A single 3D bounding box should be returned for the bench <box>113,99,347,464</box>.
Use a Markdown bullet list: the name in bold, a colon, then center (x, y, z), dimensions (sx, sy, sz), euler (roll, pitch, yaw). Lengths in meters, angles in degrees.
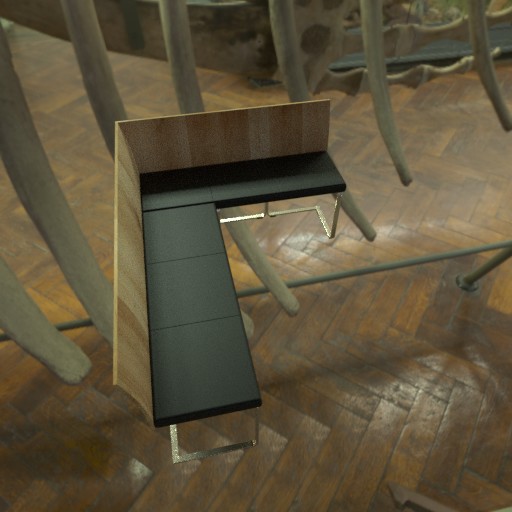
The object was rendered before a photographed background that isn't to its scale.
- **bench**: center (0.000, 0.000, 2.730), dimensions (1.495, 0.930, 1.945), euler (-9, 47, -8)
